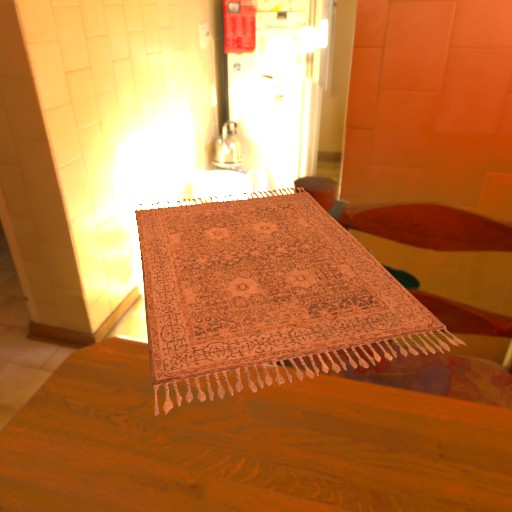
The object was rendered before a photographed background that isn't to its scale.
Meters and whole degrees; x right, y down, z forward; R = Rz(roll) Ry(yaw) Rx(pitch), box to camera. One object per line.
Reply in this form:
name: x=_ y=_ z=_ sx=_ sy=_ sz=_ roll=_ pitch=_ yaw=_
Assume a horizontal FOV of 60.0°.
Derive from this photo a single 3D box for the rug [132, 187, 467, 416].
rug: x=0.000 y=0.000 z=3.134 sx=1.619 sy=0.023 sz=2.465 roll=-8 pitch=31 yaw=-14
